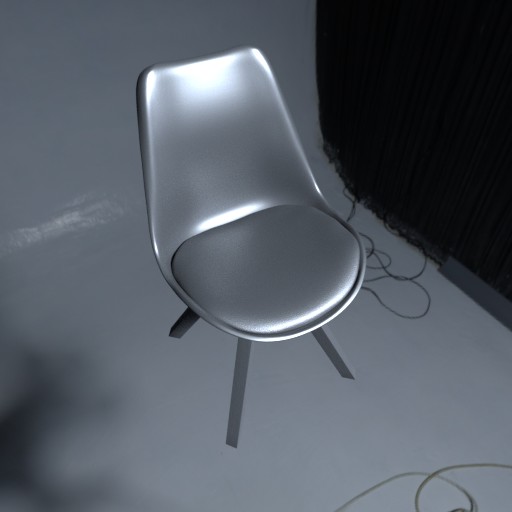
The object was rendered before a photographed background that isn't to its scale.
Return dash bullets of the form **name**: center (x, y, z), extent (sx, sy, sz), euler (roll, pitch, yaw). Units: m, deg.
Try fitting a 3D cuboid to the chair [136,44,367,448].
- **chair**: center (0.000, 0.000, 1.135), extent (0.485, 0.850, 0.530), euler (-22, 49, -21)
